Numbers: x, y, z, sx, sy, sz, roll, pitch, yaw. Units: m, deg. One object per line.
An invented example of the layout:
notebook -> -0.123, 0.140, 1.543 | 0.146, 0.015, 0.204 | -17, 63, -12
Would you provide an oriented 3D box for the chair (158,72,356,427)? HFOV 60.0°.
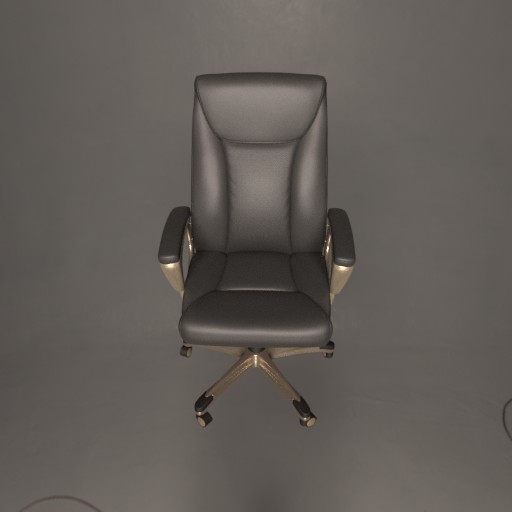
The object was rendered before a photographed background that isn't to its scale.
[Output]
chair -> 0.000, 0.000, 1.632 | 0.694, 1.188, 0.748 | 1, 30, 1
